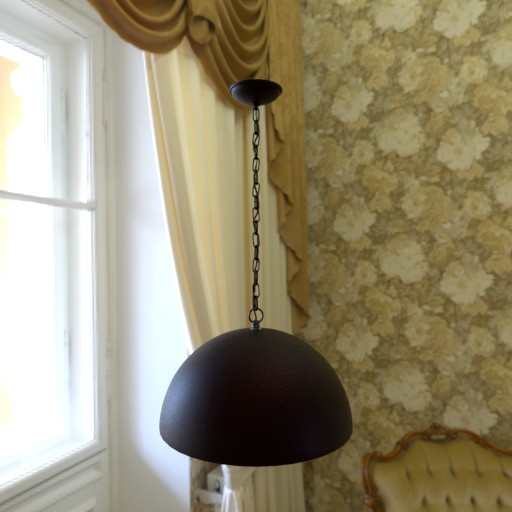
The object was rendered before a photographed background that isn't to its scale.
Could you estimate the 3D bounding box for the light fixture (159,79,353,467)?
[{"bbox_3d":[0.000,0.000,1.155,0.492,0.869,0.492,0,-1,-19],"label":"light fixture"}]
